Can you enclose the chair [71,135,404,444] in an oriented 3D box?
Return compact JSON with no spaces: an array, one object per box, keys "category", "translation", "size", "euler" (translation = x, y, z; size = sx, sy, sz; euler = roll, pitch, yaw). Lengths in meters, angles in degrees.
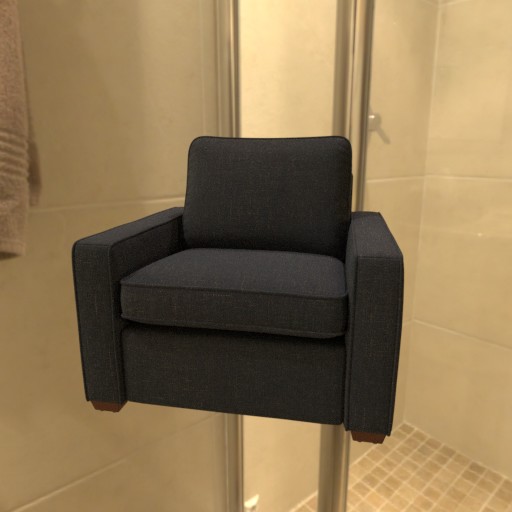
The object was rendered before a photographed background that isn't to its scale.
[{"category":"chair","translation":[0.000,0.000,1.719],"size":[1.017,0.919,0.940],"euler":[3,14,11]}]
